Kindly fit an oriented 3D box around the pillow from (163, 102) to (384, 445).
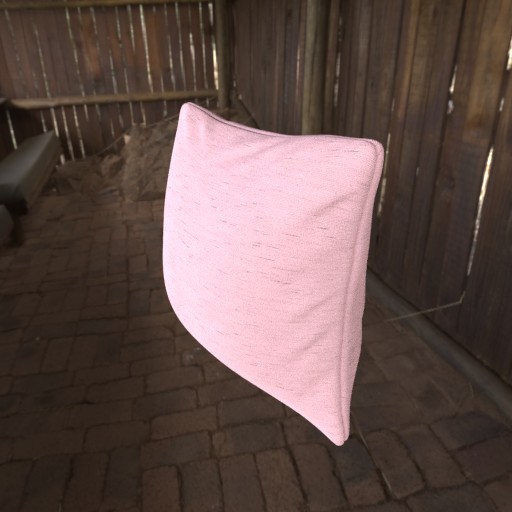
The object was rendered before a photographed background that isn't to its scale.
[{"bbox_3d":[0.000,0.000,0.682,0.246,0.415,0.432,-16,30,-31],"label":"pillow"}]
